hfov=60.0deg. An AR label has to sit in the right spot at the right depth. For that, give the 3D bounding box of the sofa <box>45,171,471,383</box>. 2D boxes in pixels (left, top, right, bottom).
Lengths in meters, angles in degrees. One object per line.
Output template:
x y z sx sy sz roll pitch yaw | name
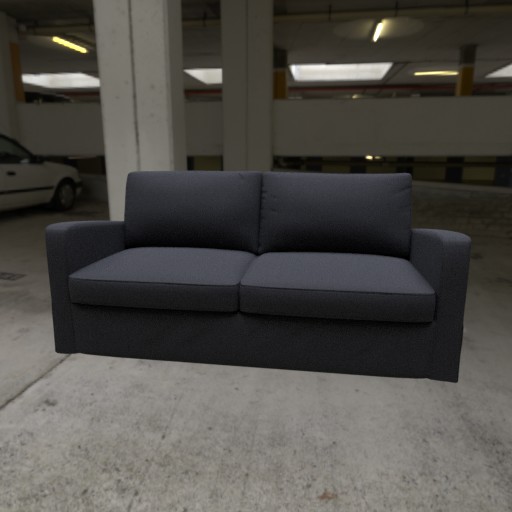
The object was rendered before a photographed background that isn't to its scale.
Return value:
0.000 0.000 2.296 1.852 0.839 0.898 2 14 8 | sofa
